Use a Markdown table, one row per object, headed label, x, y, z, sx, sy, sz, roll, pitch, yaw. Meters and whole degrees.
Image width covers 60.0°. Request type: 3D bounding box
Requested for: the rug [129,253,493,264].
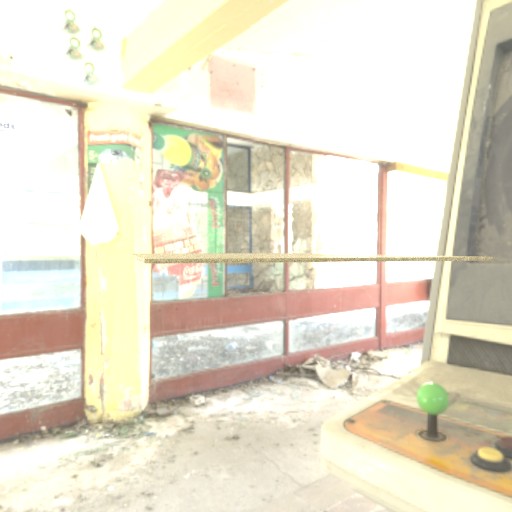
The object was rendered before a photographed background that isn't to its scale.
| label | x | y | z | sx | sy | sz | roll | pitch | yaw |
| --- | --- | --- | --- | --- | --- | --- | --- | --- | --- |
| rug | 0.000 | 0.000 | 2.856 | 1.532 | 0.018 | 2.297 | 0 | 1 | -17 |
